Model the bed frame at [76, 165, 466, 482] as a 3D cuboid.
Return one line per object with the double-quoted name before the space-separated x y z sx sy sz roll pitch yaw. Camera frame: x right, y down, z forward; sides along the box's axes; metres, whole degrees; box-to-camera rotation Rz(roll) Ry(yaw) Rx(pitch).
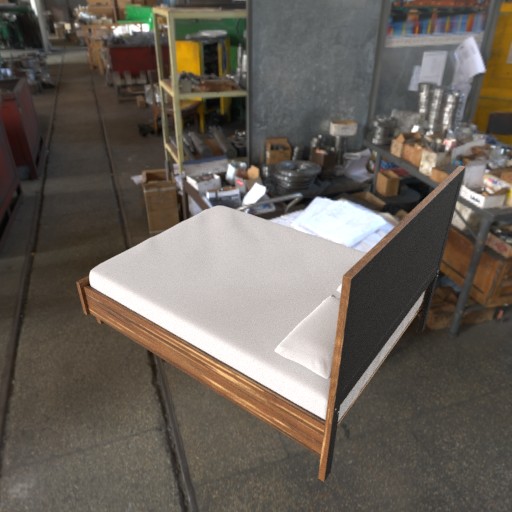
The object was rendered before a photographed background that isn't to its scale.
"bed frame" 0.000 0.000 3.363 2.276 1.417 1.696 21 37 31
